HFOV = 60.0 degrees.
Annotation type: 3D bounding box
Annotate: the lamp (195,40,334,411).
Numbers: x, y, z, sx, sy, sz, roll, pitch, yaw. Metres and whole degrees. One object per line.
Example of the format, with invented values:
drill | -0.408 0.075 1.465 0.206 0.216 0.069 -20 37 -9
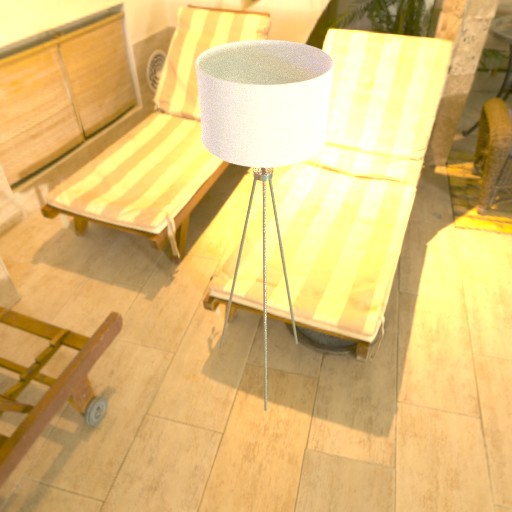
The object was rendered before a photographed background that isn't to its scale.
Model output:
lamp | 0.000 0.000 1.820 0.458 1.545 0.448 14 43 15
